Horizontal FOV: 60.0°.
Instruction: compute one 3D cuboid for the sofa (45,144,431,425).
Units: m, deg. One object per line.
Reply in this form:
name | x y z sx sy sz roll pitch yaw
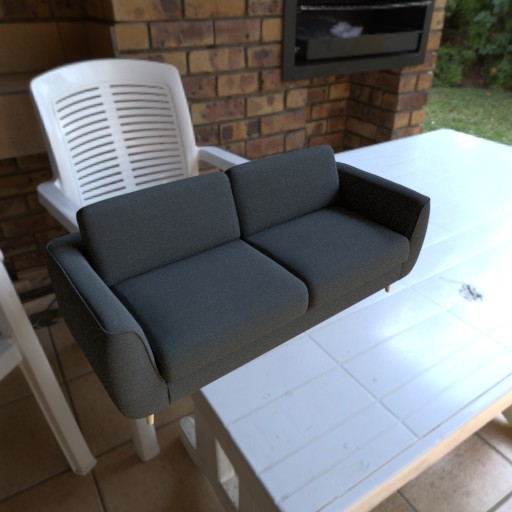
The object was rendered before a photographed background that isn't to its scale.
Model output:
sofa | 0.000 0.000 2.449 2.000 0.850 0.920 -22 37 -31
